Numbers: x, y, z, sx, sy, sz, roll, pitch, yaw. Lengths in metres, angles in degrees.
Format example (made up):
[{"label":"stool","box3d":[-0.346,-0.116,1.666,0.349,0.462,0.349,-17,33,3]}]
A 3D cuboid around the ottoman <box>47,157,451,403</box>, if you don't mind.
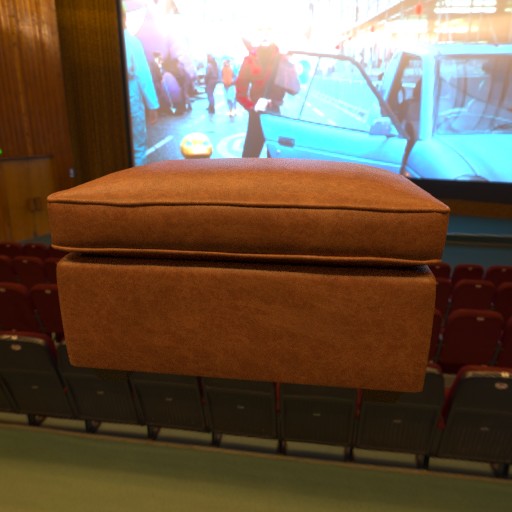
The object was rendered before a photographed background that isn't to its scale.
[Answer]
[{"label":"ottoman","box3d":[0.000,0.000,1.093,0.756,0.468,0.554,2,17,8]}]
